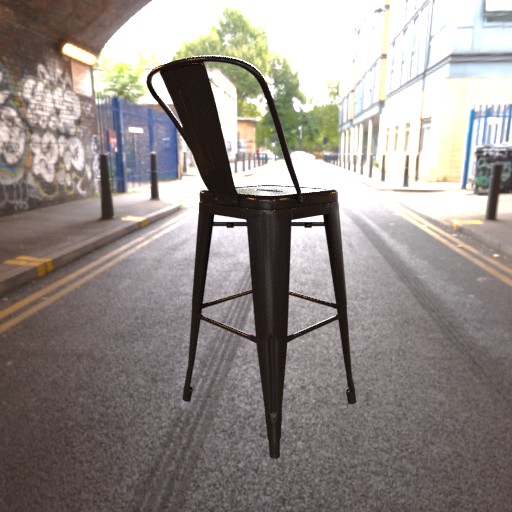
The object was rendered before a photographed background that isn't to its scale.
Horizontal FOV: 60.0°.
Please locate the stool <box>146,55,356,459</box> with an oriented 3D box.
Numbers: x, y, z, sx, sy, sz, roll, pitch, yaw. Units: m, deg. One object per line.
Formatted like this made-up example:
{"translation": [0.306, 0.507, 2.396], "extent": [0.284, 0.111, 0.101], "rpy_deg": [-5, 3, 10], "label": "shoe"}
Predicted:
{"translation": [0.000, 0.000, 1.321], "extent": [0.528, 1.022, 0.432], "rpy_deg": [-13, 19, -43], "label": "stool"}
